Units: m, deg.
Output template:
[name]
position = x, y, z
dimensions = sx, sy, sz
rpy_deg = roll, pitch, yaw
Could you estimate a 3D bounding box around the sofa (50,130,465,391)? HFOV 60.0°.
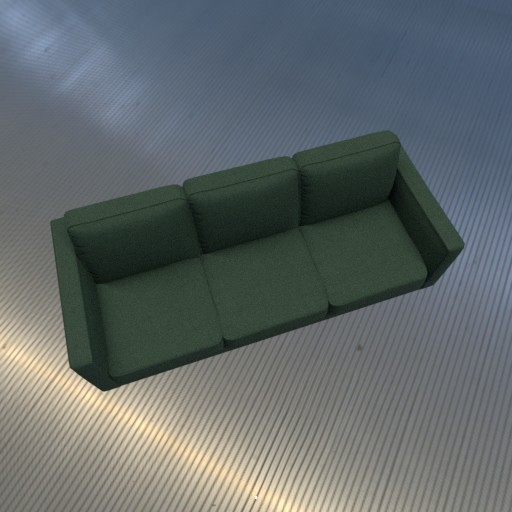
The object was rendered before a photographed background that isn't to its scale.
[sofa]
position = 0.000, 0.000, 2.512
dimensions = 2.029, 0.899, 0.879
rpy_deg = -16, 63, -9
